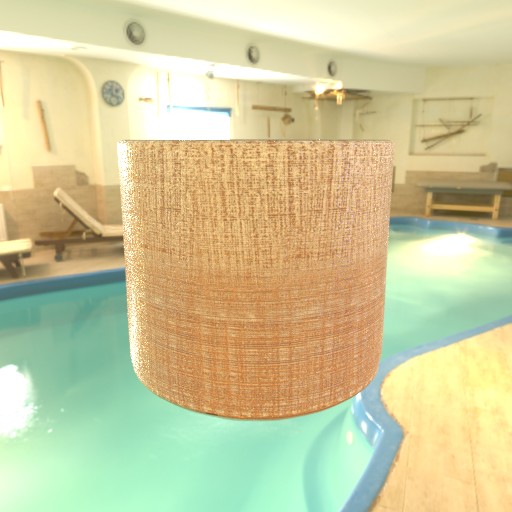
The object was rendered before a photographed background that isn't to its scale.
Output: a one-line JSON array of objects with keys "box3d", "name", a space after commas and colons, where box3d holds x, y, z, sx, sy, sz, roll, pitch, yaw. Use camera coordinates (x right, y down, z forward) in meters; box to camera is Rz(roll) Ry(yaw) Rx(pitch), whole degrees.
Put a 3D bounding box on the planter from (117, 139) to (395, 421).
[{"box3d": [0.000, 0.000, 0.189, 0.109, 0.096, 0.109, 0, 14, 0], "name": "planter"}]
